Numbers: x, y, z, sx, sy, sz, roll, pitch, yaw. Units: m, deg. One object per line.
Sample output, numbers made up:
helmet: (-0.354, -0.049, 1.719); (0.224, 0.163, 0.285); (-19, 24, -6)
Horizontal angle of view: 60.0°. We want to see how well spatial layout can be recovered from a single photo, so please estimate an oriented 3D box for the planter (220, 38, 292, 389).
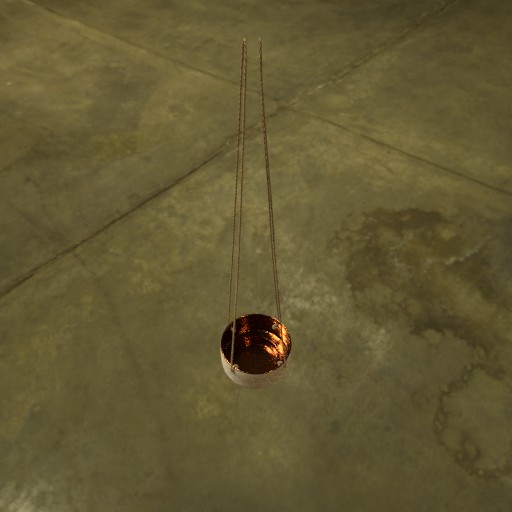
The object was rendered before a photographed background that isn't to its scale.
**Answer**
planter: (0.000, 0.000, 1.096); (0.223, 1.030, 0.223); (-4, 47, -3)
